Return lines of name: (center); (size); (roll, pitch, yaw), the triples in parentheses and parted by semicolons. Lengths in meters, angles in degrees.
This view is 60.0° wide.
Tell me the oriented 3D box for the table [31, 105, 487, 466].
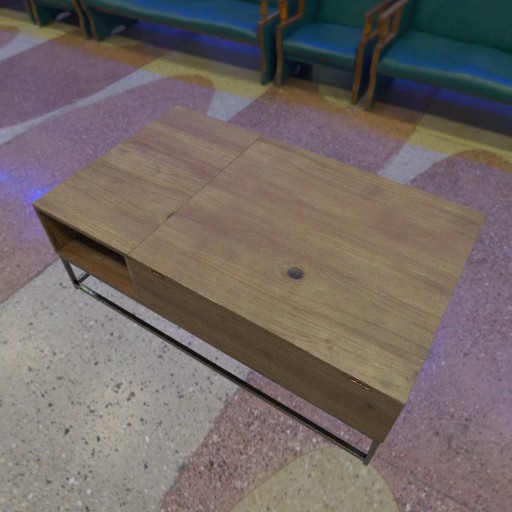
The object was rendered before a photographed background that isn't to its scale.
table: (0.000, 0.000, 1.387); (1.101, 0.395, 0.655); (25, 53, 21)
